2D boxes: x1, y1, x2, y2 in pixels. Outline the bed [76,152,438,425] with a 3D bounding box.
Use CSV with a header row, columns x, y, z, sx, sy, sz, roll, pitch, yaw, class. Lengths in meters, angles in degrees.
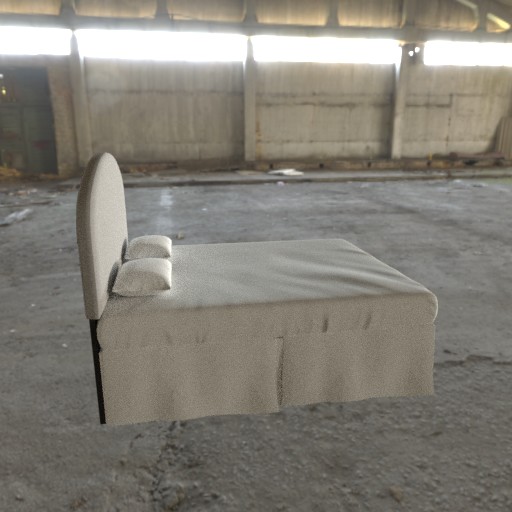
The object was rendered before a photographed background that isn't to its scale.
x,y,z,sx,sy,sz,roll,pitch,yaw,class
0.000,0.000,3.071,2.005,1.410,1.607,-3,16,-10,bed
